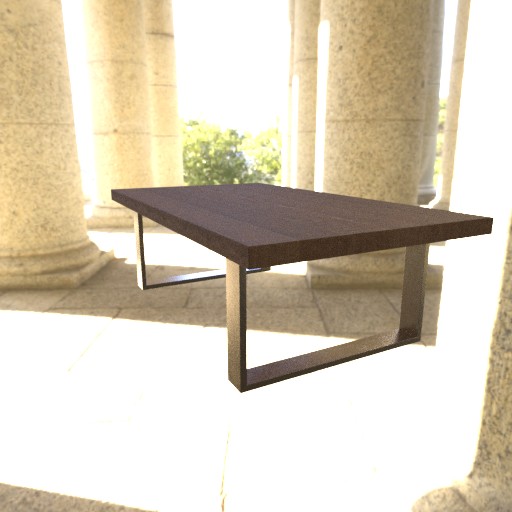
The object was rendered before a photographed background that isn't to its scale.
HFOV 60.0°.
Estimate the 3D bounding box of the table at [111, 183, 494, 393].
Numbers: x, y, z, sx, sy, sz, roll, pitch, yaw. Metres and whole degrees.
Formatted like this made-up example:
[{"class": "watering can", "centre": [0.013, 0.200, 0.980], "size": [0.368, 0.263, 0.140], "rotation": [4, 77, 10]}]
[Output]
[{"class": "table", "centre": [0.000, 0.000, 1.740], "size": [0.800, 0.440, 1.400], "rotation": [-8, 16, -28]}]
